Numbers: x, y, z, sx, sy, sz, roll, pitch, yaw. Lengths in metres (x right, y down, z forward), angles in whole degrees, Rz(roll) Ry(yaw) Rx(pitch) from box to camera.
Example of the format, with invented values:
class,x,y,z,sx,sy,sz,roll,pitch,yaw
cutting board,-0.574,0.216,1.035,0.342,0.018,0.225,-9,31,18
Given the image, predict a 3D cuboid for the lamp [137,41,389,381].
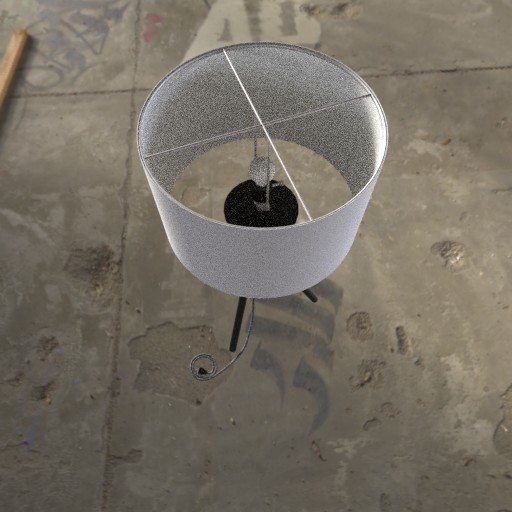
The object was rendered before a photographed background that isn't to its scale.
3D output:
class,x,y,z,sx,sy,sz,roll,pitch,yaw
lamp,0.000,0.000,0.908,0.353,0.674,0.422,14,63,7
